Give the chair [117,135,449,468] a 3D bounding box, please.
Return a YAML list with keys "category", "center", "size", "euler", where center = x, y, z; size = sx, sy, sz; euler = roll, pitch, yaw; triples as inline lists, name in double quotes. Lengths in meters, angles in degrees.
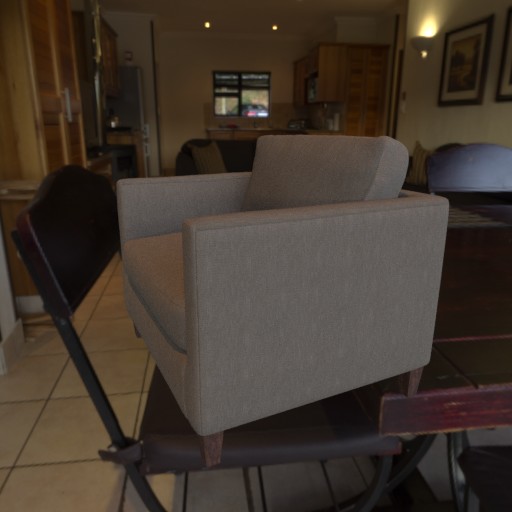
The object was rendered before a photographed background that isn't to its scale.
- category: "chair"
  center: [0.000, 0.000, 1.822]
  size: [0.959, 0.963, 1.107]
  euler: [-8, 18, -25]
